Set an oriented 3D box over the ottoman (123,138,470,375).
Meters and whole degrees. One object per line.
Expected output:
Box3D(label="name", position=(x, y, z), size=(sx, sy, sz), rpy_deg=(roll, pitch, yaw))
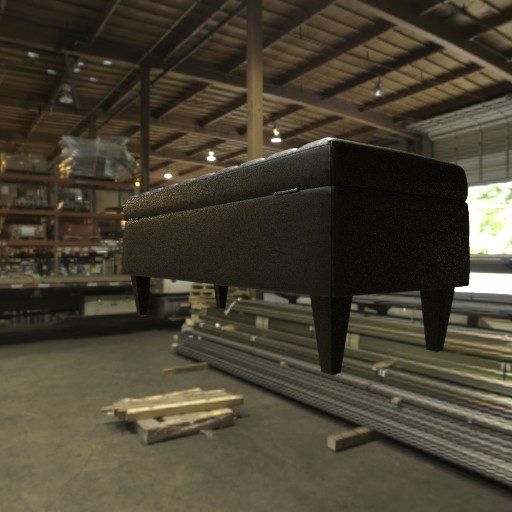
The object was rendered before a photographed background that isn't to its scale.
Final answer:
Box3D(label="ottoman", position=(0.000, 0.000, 1.406), size=(0.482, 0.469, 1.151), rpy_deg=(0, 0, -35))
